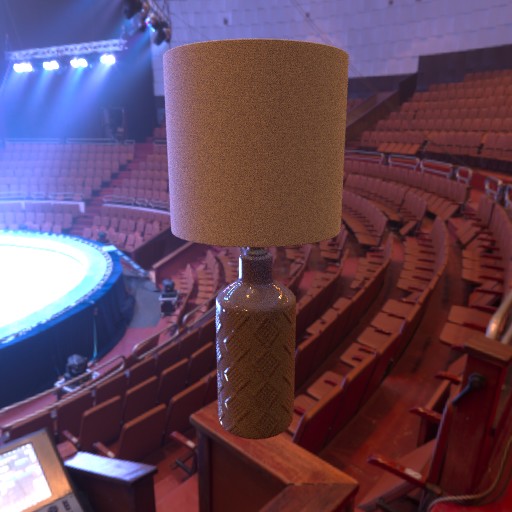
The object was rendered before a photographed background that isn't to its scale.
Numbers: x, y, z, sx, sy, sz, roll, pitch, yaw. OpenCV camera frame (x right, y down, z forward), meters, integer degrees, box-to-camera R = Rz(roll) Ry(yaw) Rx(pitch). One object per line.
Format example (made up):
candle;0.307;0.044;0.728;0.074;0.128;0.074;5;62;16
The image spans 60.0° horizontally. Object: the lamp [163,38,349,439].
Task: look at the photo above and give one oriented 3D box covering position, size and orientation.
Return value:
lamp;0.000;0.000;0.559;0.207;0.461;0.207;13;20;42
